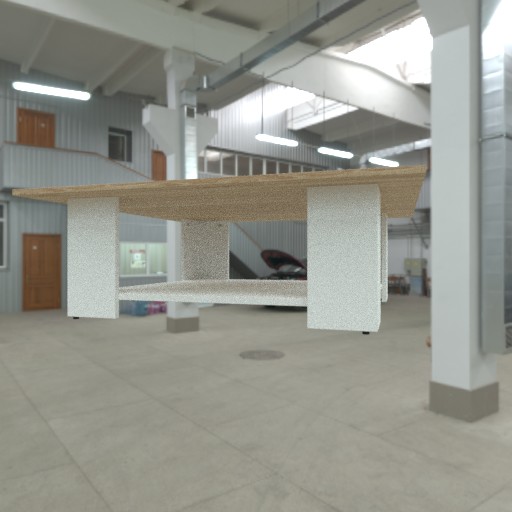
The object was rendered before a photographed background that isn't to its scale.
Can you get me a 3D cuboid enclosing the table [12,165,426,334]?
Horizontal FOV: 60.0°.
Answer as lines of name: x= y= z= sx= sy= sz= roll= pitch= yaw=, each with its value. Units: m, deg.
table: x=0.000 y=0.000 z=1.305 sx=0.890 sy=0.305 sz=0.890 roll=0 pitch=0 yaw=18
